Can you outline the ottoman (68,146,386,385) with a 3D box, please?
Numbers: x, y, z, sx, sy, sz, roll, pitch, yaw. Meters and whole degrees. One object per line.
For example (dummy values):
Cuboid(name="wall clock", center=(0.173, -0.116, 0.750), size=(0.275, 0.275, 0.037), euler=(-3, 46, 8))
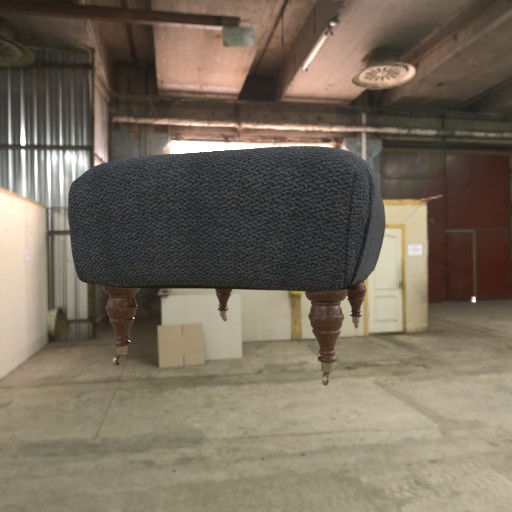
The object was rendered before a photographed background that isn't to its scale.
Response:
Cuboid(name="ottoman", center=(0.000, 0.000, 1.136), size=(0.622, 0.450, 0.747), euler=(0, 1, 18))
